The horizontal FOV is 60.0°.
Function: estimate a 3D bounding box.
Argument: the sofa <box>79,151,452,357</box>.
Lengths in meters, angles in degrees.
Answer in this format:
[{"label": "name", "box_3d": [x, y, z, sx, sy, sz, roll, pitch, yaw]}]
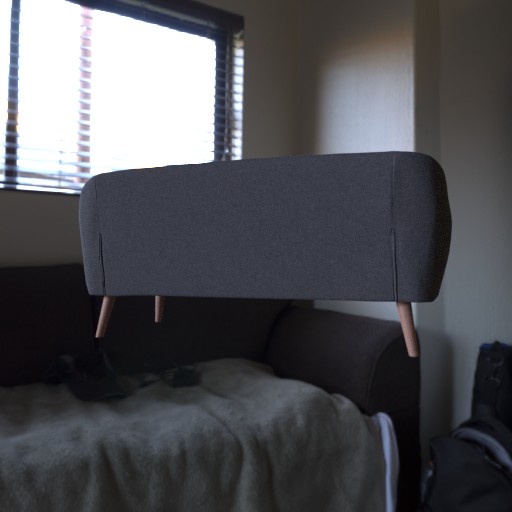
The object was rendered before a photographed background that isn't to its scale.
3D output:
[{"label": "sofa", "box_3d": [0.000, 0.000, 2.272, 1.840, 0.820, 0.820, 0, -1, 18]}]
